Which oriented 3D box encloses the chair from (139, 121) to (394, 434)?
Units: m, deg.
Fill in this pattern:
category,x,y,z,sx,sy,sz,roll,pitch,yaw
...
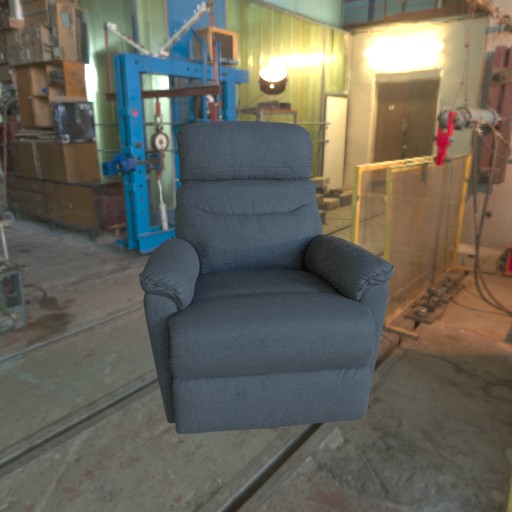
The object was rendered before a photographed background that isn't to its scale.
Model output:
category,x,y,z,sx,sy,sz,roll,pitch,yaw
chair,0.000,0.000,1.768,0.820,1.037,1.004,-2,17,-7
